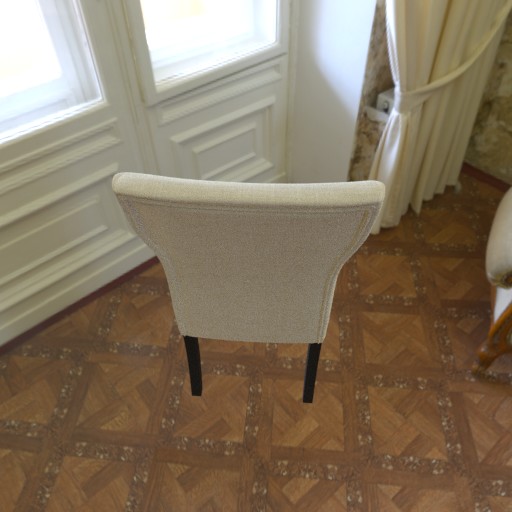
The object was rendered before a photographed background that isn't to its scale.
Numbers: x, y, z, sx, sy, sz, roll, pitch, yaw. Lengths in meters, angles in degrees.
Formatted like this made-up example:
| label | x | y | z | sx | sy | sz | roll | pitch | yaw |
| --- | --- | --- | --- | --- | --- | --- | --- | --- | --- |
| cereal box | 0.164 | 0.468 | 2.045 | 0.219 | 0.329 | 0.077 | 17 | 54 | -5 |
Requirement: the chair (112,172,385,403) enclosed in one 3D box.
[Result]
| label | x | y | z | sx | sy | sz | roll | pitch | yaw |
| --- | --- | --- | --- | --- | --- | --- | --- | --- | --- |
| chair | 0.000 | 0.000 | 1.310 | 0.509 | 0.921 | 0.597 | 3 | 47 | 3 |
